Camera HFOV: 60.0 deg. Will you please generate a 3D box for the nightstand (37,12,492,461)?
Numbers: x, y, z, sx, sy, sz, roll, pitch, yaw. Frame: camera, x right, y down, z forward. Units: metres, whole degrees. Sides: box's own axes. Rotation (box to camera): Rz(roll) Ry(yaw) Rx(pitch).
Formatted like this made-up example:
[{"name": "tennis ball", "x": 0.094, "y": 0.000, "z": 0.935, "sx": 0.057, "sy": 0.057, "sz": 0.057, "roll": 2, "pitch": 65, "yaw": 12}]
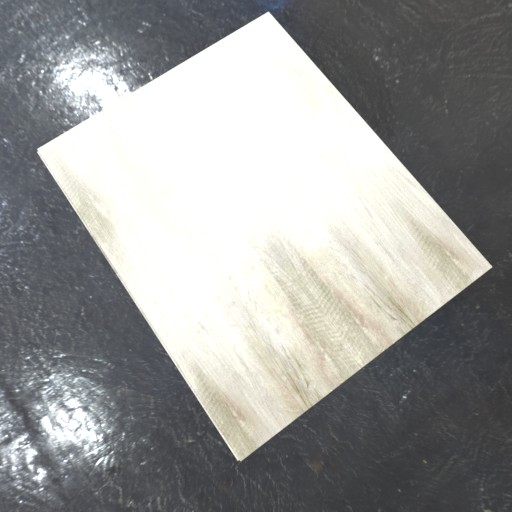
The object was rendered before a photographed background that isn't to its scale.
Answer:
[{"name": "nightstand", "x": 0.000, "y": 0.000, "z": 0.730, "sx": 0.347, "sy": 0.448, "sz": 0.427, "roll": -35, "pitch": 78, "yaw": -9}]
